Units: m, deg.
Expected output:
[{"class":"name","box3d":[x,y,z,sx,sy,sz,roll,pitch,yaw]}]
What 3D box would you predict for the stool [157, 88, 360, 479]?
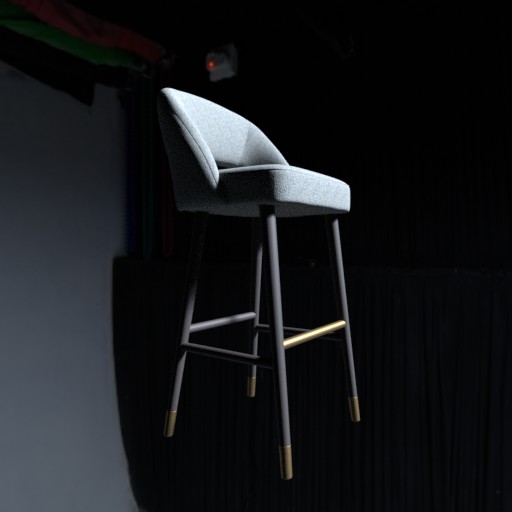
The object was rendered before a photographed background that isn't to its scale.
[{"class":"stool","box3d":[0.000,0.000,1.416,0.524,1.089,0.536,1,2,35]}]
